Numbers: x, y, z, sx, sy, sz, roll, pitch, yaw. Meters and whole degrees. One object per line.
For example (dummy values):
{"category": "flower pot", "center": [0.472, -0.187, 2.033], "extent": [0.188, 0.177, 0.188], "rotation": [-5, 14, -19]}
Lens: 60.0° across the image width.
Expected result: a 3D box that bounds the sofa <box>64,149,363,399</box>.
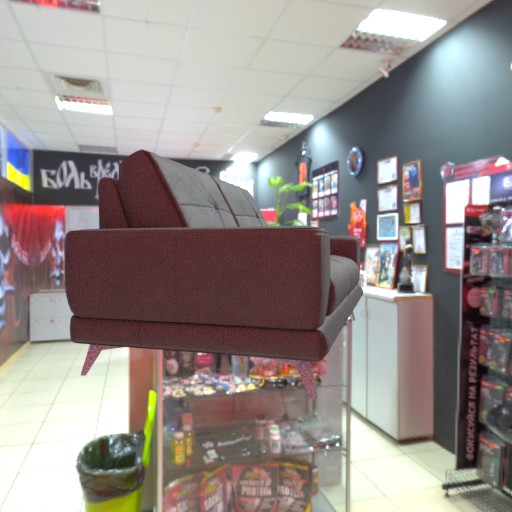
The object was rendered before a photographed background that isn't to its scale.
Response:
{"category": "sofa", "center": [0.000, 0.000, 2.369], "extent": [1.018, 0.907, 1.806], "rotation": [0, 1, 17]}
